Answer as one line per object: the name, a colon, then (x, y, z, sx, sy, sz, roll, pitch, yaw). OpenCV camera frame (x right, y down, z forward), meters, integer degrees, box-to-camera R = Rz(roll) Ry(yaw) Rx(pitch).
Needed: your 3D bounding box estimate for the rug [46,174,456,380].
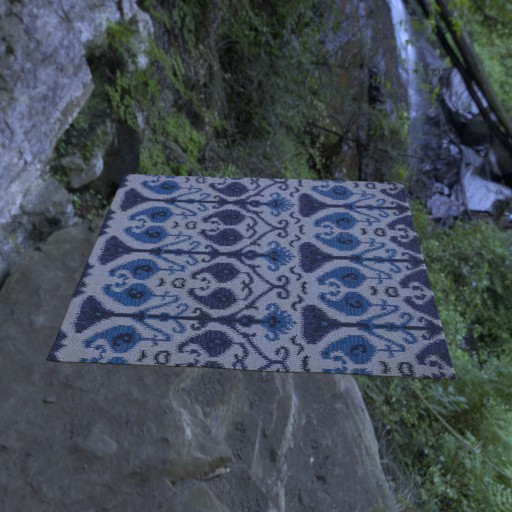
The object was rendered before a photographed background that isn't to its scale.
rug: (0.000, 0.000, 4.288, 3.228, 0.024, 2.443, 2, 47, 2)
